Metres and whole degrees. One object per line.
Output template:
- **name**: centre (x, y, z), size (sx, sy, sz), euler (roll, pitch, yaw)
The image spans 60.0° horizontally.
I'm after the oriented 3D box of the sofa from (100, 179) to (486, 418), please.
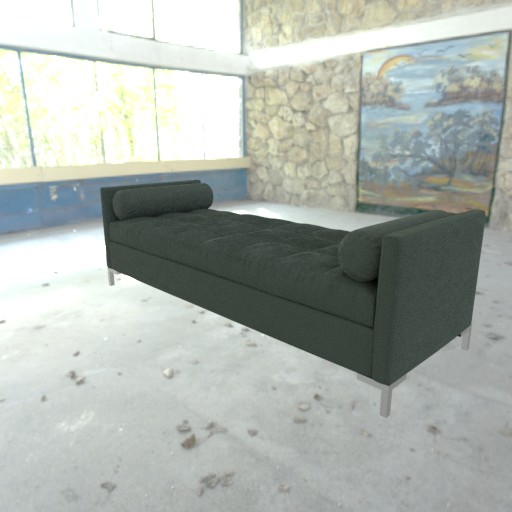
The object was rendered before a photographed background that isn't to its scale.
- **sofa**: centre (0.000, 0.000, 2.454), size (0.797, 0.657, 2.102), euler (-14, 21, -43)
